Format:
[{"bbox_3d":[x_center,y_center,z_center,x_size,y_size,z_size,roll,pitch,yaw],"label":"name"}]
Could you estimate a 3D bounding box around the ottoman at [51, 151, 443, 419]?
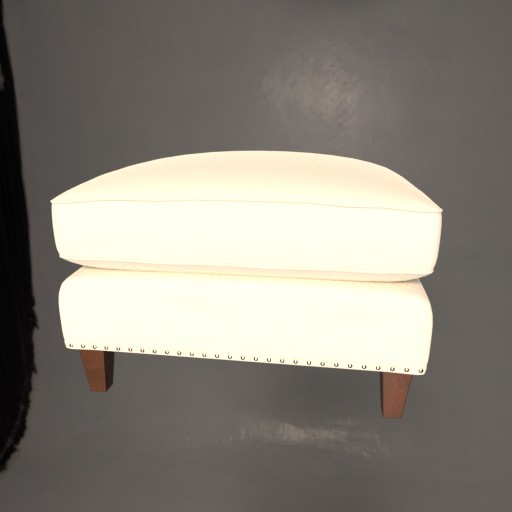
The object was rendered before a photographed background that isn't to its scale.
[{"bbox_3d":[0.000,0.000,1.117,0.741,0.513,0.584,2,16,8],"label":"ottoman"}]
